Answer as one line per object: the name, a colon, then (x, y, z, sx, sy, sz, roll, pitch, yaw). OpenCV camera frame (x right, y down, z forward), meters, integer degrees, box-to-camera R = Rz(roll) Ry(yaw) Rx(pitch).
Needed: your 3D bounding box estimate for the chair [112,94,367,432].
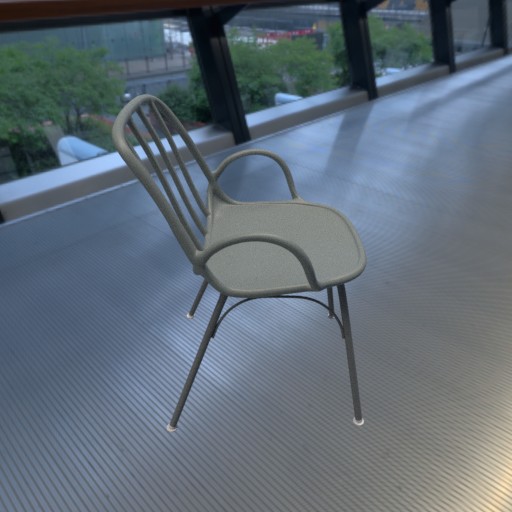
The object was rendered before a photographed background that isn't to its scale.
chair: (0.000, 0.000, 1.221, 0.597, 0.816, 0.549, -1, 32, -1)
